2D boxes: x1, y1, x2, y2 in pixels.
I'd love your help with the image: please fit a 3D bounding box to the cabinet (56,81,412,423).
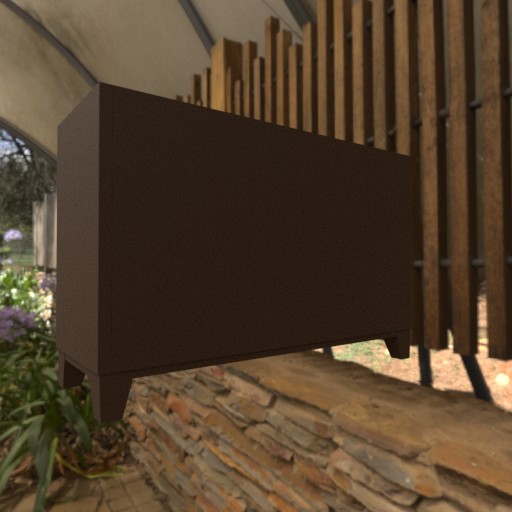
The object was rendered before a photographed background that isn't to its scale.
[{"bbox_3d":[0.000,0.000,1.787,1.396,0.914,0.482,1,-1,-36],"label":"cabinet"}]
